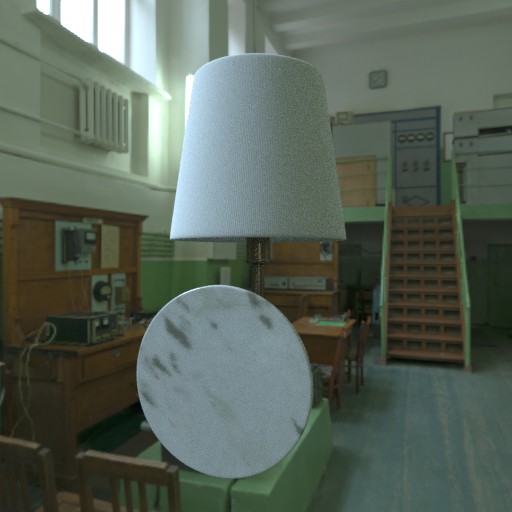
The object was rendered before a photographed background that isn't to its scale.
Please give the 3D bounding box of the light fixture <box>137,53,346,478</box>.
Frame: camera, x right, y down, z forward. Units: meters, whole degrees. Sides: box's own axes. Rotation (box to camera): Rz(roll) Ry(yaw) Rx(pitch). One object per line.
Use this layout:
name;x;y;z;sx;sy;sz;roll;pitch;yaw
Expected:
light fixture;0.000;0.000;0.425;0.168;0.337;0.188;0;0;18
